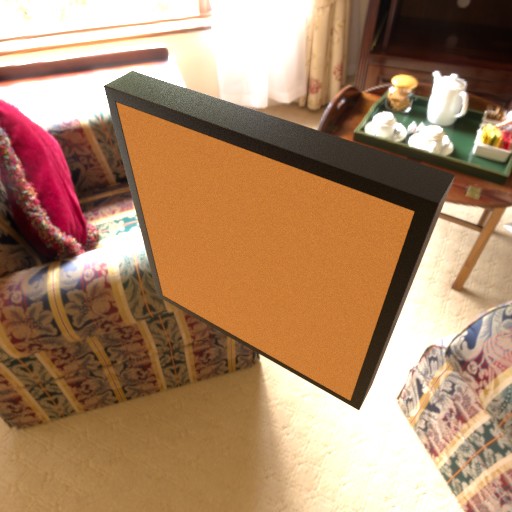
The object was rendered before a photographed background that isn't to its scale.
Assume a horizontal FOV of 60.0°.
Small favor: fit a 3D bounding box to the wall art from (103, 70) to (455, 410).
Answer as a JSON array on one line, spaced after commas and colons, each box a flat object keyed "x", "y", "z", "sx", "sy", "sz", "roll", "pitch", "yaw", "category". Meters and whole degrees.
[{"x": 0.000, "y": 0.000, "z": 0.455, "sx": 0.299, "sy": 0.299, "sz": 0.037, "roll": 25, "pitch": 51, "yaw": 22, "category": "wall art"}]
